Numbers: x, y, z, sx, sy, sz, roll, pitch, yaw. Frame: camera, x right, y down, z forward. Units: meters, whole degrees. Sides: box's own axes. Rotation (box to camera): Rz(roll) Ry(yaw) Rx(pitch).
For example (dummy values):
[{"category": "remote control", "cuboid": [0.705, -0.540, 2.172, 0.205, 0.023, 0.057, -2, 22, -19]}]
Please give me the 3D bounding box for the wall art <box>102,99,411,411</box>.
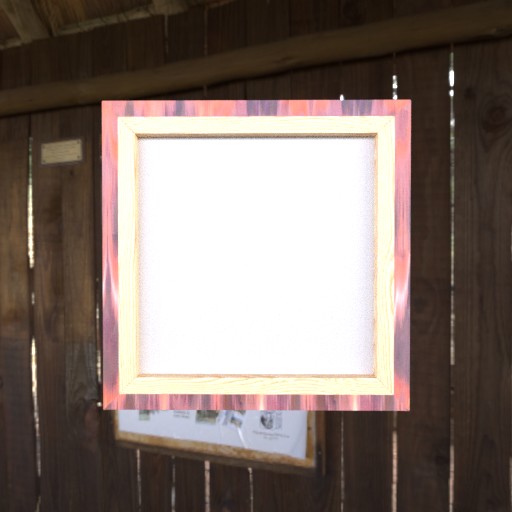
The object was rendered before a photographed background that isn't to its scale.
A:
[{"category": "wall art", "cuboid": [0.000, 0.000, 0.599, 0.403, 0.406, 0.038, 0, 1, 1]}]
